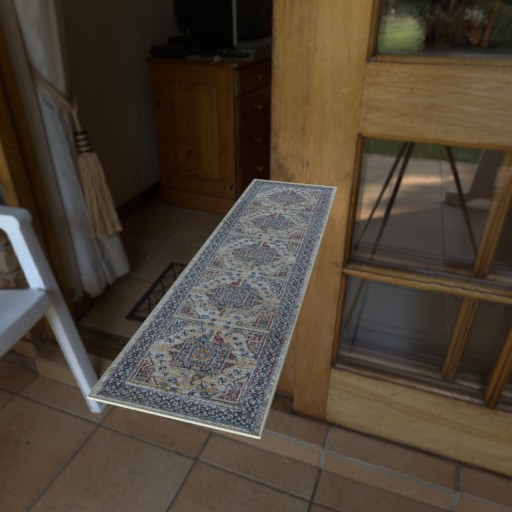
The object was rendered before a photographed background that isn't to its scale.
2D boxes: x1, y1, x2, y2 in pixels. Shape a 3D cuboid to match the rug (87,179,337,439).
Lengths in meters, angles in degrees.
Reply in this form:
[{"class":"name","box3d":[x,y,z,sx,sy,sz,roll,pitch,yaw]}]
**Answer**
[{"class":"rug","box3d":[0.000,0.000,2.503,0.661,0.013,2.297,8,32,13]}]
